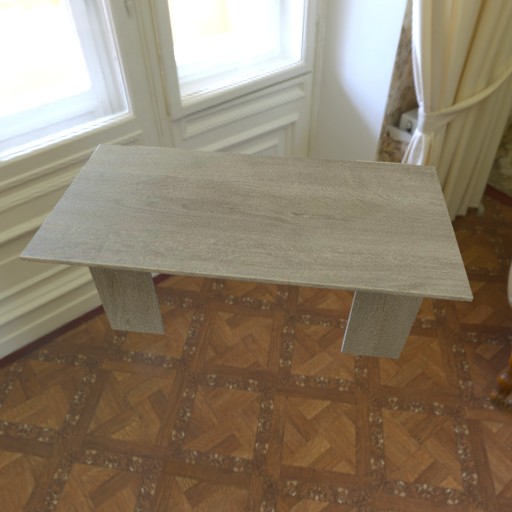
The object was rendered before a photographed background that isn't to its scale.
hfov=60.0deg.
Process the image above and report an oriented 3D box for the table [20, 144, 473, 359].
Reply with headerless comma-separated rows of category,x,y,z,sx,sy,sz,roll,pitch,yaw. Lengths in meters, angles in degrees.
table,0.000,0.000,1.417,1.000,0.570,0.711,5,45,5
